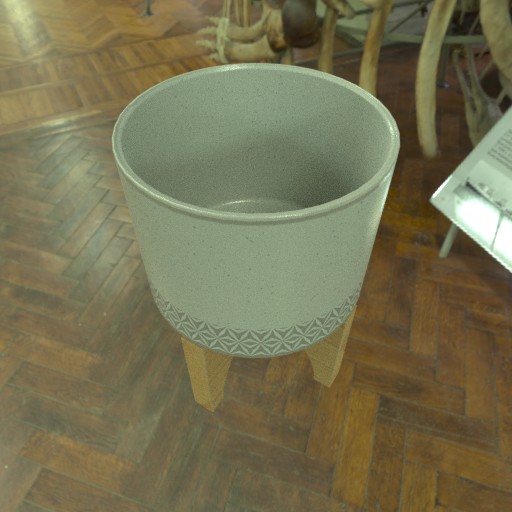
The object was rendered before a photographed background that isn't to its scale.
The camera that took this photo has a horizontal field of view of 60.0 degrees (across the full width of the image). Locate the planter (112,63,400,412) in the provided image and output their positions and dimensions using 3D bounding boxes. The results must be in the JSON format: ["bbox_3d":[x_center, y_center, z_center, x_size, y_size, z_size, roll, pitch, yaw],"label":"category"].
[{"bbox_3d":[0.000,0.000,0.268,0.130,0.178,0.130,0,47,0],"label":"planter"}]
